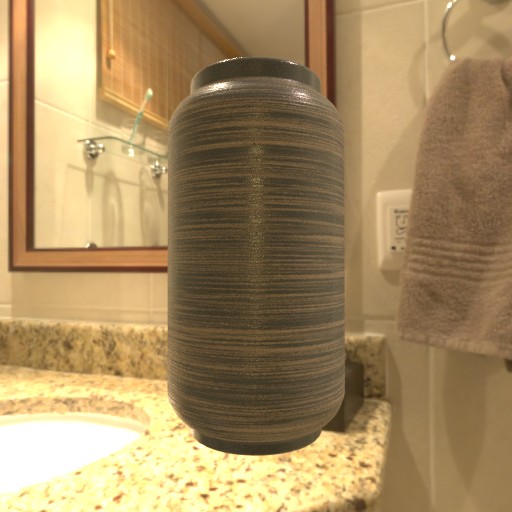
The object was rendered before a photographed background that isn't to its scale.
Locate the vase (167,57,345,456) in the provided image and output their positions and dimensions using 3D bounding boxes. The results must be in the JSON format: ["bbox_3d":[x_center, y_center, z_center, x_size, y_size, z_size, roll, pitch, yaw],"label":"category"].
[{"bbox_3d":[0.000,0.000,0.297,0.116,0.230,0.116,0,-1,0],"label":"vase"}]
